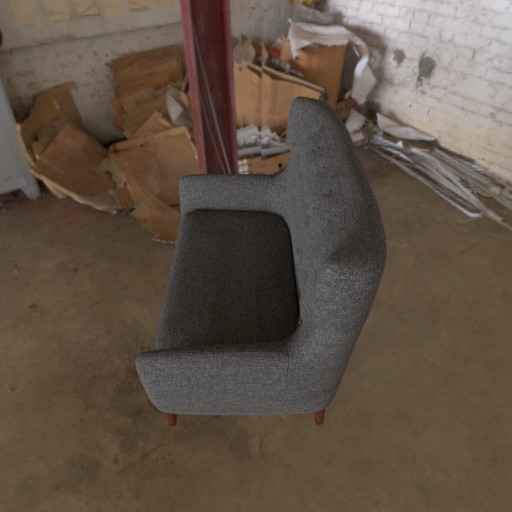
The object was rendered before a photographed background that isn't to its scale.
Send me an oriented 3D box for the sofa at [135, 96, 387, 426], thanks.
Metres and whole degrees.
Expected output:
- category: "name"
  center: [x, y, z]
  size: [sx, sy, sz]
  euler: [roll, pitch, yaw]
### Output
- category: "sofa"
  center: [0.000, 0.000, 2.071]
  size: [0.874, 1.028, 1.358]
  euler: [0, 40, 0]
